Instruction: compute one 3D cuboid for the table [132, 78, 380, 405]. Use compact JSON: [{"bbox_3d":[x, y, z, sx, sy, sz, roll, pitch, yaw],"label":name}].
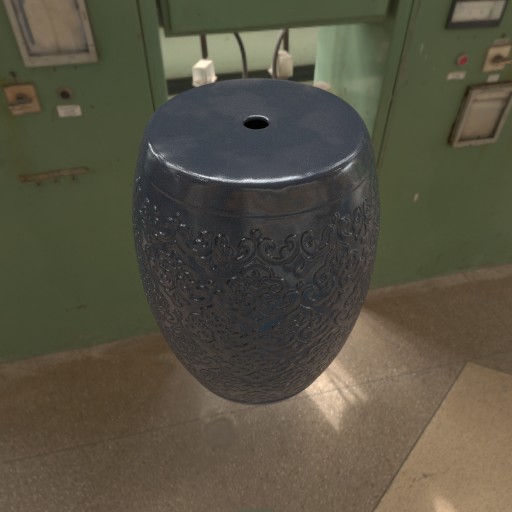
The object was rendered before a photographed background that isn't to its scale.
[{"bbox_3d":[0.000,0.000,0.604,0.309,0.397,0.309,0,44,0],"label":"table"}]
